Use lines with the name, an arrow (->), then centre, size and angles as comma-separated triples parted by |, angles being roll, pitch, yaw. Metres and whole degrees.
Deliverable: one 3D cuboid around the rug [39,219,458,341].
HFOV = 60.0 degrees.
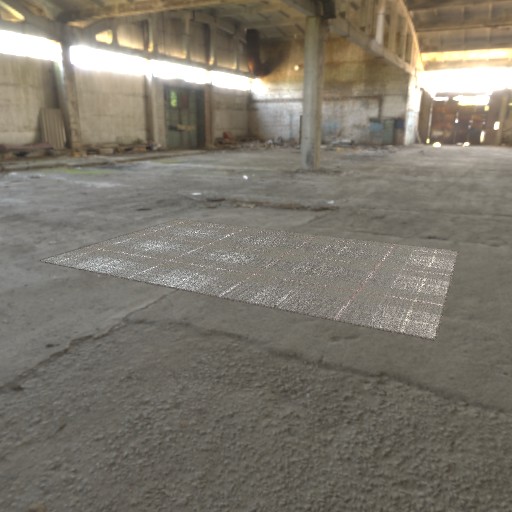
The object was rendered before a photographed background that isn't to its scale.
rug -> 0.000, 0.000, 3.038 | 2.464, 0.010, 1.549 | 8, 18, 26
